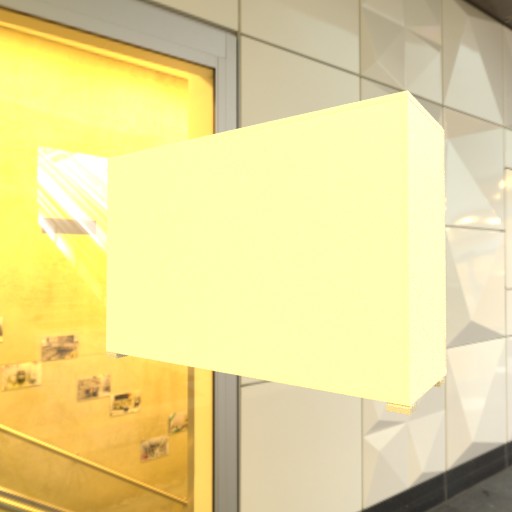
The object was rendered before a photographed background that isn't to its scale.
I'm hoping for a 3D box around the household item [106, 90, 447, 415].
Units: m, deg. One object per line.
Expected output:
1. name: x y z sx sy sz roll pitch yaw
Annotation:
1. household item: 0.000 0.000 1.730 1.300 0.867 0.420 -1 -1 35
